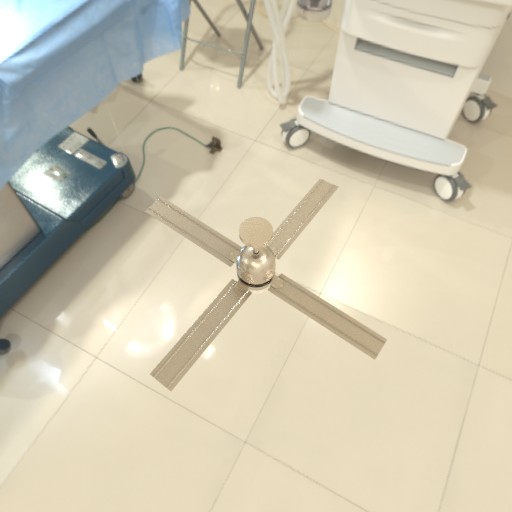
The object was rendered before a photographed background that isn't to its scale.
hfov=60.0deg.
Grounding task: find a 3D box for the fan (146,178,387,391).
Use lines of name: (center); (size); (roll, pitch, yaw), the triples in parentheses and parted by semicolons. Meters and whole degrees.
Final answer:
fan: (0.000, 0.000, 2.018); (1.346, 0.406, 1.346); (31, 63, 17)
